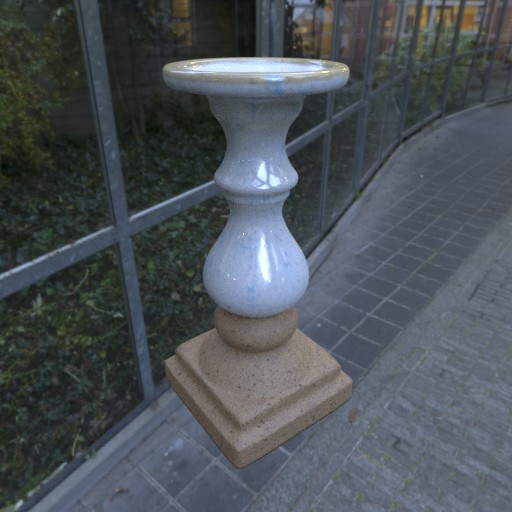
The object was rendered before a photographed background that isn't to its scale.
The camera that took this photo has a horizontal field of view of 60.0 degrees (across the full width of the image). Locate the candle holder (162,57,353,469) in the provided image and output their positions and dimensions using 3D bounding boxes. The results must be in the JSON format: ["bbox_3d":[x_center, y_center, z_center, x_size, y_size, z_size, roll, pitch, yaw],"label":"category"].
[{"bbox_3d":[0.000,0.000,0.299,0.110,0.239,0.110,-19,34,-32],"label":"candle holder"}]
